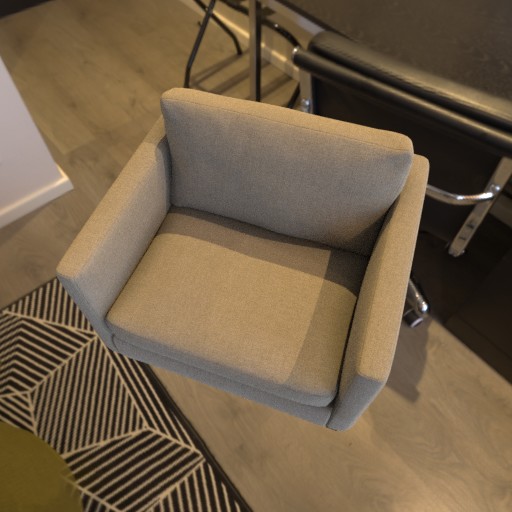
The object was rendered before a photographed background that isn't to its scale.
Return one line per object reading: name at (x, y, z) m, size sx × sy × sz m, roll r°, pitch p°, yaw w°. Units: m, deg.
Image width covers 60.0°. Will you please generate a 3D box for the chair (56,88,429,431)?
chair at (0.000, 0.000, 1.766) m, size 1.107 × 0.963 × 0.959 m, roll 16°, pitch 58°, yaw 10°
